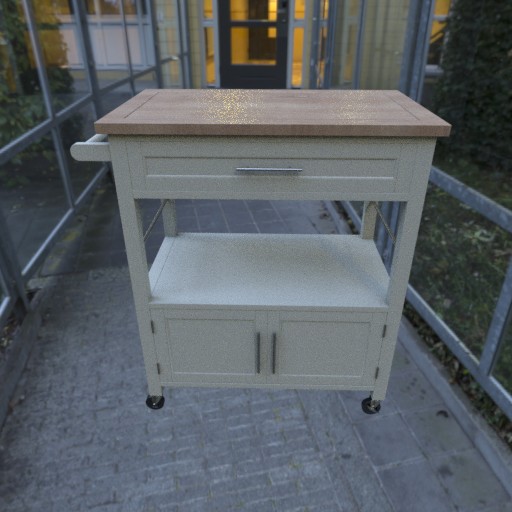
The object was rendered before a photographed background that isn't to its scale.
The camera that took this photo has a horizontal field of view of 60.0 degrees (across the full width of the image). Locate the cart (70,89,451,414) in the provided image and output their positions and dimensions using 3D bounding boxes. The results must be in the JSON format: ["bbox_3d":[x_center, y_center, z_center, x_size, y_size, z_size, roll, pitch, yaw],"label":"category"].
[{"bbox_3d":[0.000,0.000,1.364,0.840,0.901,0.459,1,29,1],"label":"cart"}]
